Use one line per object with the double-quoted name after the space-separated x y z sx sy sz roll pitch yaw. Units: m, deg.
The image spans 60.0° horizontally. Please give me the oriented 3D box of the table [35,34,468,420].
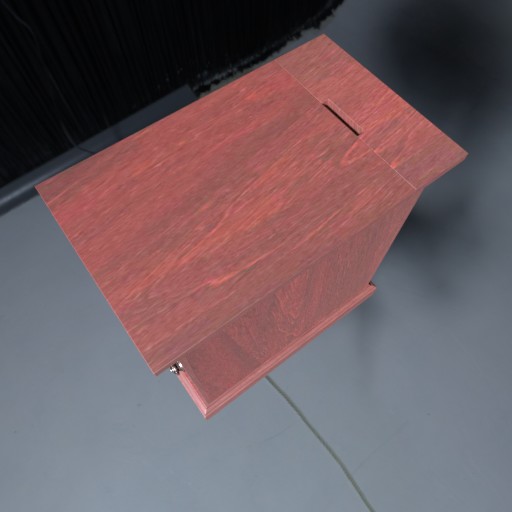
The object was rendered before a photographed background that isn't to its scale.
0.000 0.000 0.970 0.584 0.612 0.356 -34 68 -15 "table"
